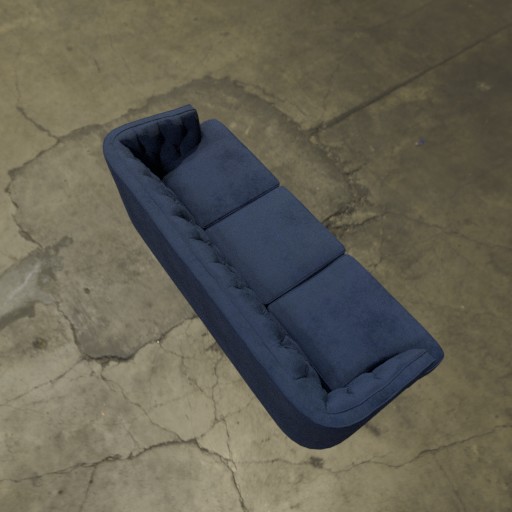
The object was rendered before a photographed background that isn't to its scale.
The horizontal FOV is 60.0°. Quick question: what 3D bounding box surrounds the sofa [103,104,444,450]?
[{"bbox_3d":[0.000,0.000,2.742,0.941,0.855,2.278,-32,65,-17],"label":"sofa"}]
